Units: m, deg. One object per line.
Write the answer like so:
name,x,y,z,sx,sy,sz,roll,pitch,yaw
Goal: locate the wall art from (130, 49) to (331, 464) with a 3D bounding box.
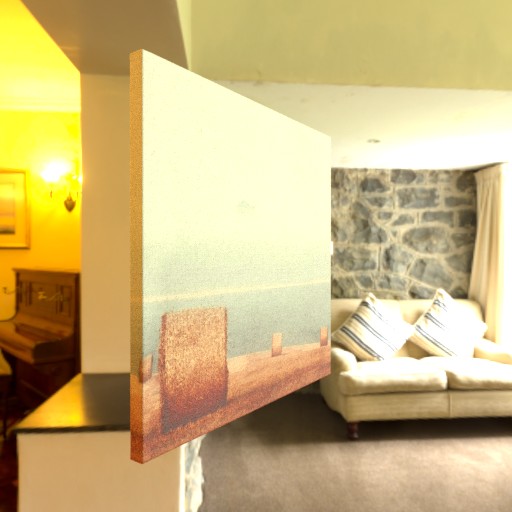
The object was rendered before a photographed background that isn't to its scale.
wall art,0.000,0.000,0.898,0.034,0.605,0.605,0,0,36
